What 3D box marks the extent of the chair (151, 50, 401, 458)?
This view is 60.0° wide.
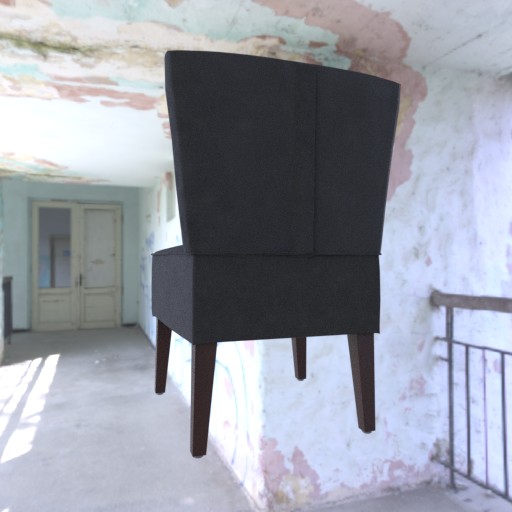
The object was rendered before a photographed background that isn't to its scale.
[{"bbox_3d":[0.000,0.000,1.158,0.521,0.806,0.554,0,0,-18],"label":"chair"}]
